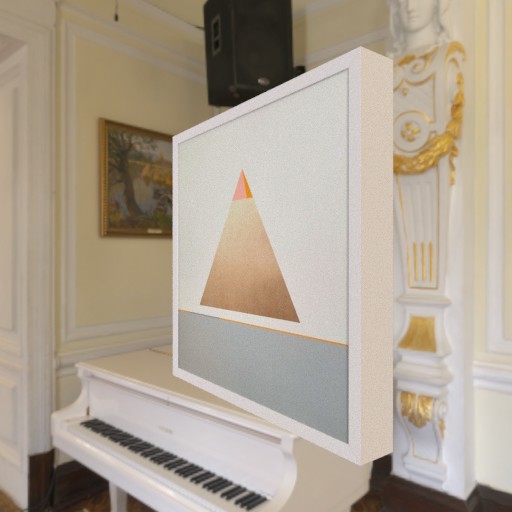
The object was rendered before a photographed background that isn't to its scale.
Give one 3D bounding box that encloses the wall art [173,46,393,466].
[{"bbox_3d":[0.000,0.000,0.455,0.038,0.304,0.305,0,0,-37],"label":"wall art"}]
